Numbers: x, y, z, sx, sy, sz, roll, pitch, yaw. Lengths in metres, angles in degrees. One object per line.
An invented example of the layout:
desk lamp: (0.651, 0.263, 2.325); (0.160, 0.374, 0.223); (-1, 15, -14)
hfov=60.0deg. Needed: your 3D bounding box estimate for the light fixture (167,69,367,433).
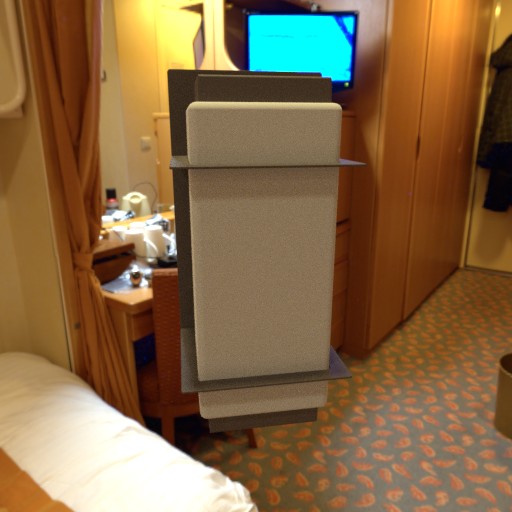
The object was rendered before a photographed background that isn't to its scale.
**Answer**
light fixture: (0.000, 0.000, 0.431); (0.153, 0.347, 0.146); (-3, 17, -9)
